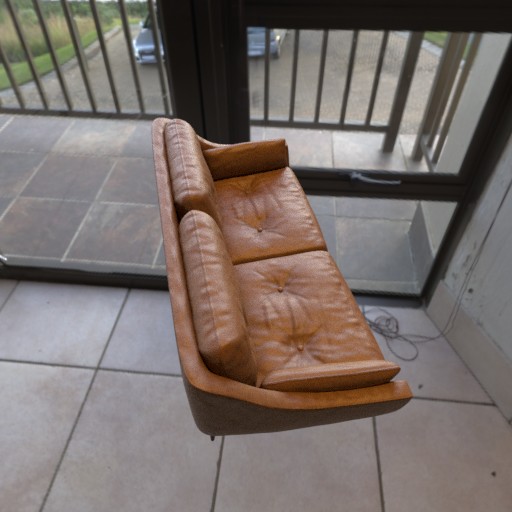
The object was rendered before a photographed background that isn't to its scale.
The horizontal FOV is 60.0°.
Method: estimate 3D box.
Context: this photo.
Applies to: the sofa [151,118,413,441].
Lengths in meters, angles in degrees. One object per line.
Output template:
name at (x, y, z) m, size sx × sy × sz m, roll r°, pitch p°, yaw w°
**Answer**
sofa at (0.000, 0.000, 2.364) m, size 0.904 × 0.839 × 1.902 m, roll -9°, pitch 47°, yaw -9°
